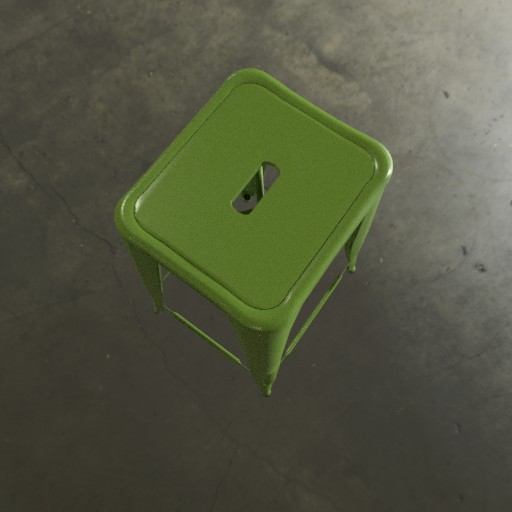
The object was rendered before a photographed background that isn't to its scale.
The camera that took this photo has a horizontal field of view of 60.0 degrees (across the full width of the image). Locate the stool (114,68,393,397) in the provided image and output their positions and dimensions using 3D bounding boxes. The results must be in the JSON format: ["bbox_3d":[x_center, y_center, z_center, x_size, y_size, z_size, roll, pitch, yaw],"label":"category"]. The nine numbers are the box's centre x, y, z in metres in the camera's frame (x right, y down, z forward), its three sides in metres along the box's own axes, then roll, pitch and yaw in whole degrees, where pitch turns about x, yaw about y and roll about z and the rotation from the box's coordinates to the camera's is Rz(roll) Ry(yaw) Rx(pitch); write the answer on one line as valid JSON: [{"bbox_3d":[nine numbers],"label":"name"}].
[{"bbox_3d":[0.000,0.000,0.838,0.358,0.609,0.398,35,77,10],"label":"stool"}]
